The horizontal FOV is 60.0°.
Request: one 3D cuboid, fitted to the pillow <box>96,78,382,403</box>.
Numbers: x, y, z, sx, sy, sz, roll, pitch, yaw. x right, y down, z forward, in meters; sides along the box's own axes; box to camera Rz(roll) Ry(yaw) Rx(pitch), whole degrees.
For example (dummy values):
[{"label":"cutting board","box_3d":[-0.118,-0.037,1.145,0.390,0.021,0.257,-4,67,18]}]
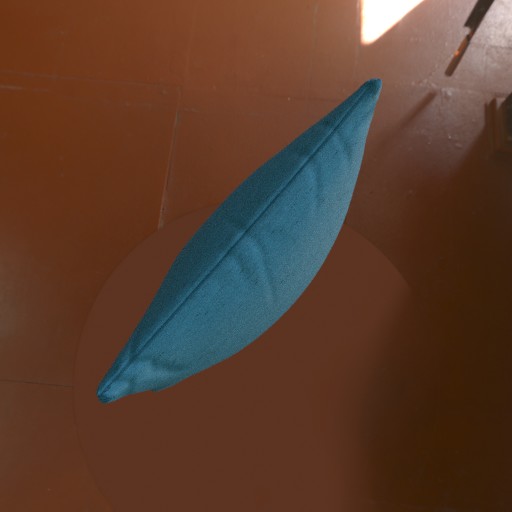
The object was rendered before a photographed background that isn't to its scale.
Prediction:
[{"label":"pillow","box_3d":[0.000,0.000,0.795,0.210,0.338,0.633,39,79,9]}]
